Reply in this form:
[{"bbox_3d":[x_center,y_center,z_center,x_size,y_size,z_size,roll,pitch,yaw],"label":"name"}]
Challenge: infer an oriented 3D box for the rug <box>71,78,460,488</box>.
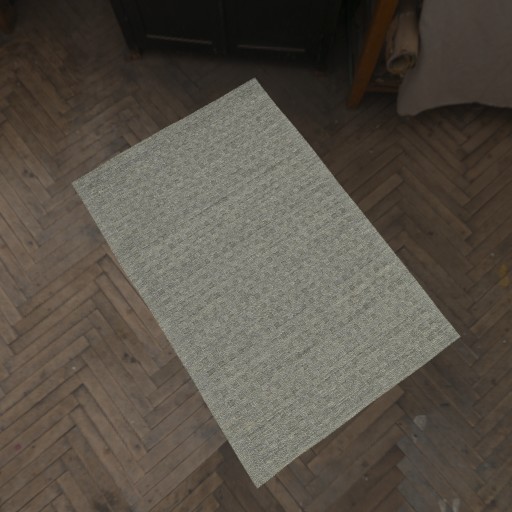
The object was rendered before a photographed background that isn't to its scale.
[{"bbox_3d":[0.000,0.000,2.905,1.532,0.018,2.297,-33,77,-9],"label":"rug"}]
